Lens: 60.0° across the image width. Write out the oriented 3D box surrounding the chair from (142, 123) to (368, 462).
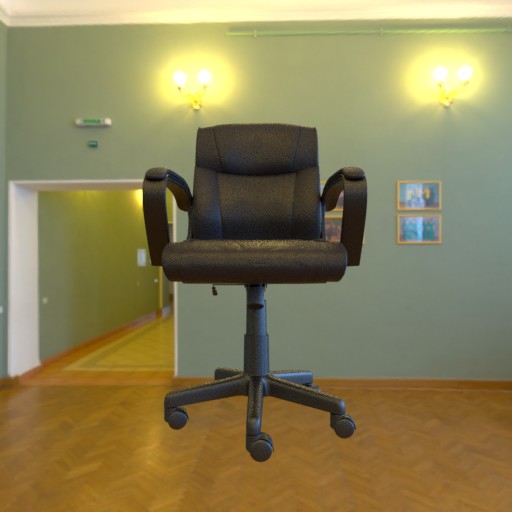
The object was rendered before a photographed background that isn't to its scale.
[{"bbox_3d":[0.000,0.000,1.387,0.576,0.998,0.641,0,0,1],"label":"chair"}]
